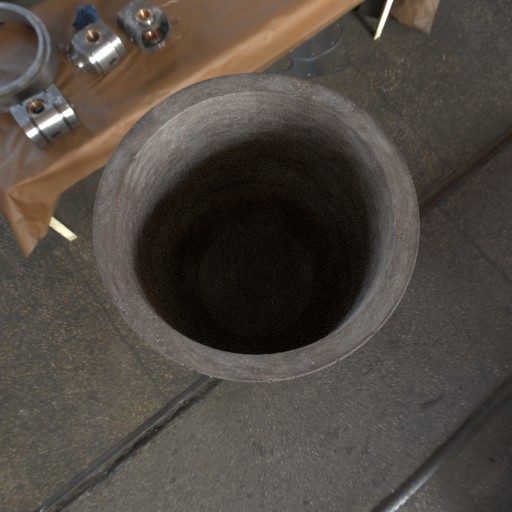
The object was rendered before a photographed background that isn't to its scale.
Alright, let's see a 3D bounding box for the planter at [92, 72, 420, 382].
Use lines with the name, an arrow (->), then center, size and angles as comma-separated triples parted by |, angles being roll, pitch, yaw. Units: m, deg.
planter -> 0.000, 0.000, 0.224 | 0.122, 0.128, 0.122 | 0, 75, 0
